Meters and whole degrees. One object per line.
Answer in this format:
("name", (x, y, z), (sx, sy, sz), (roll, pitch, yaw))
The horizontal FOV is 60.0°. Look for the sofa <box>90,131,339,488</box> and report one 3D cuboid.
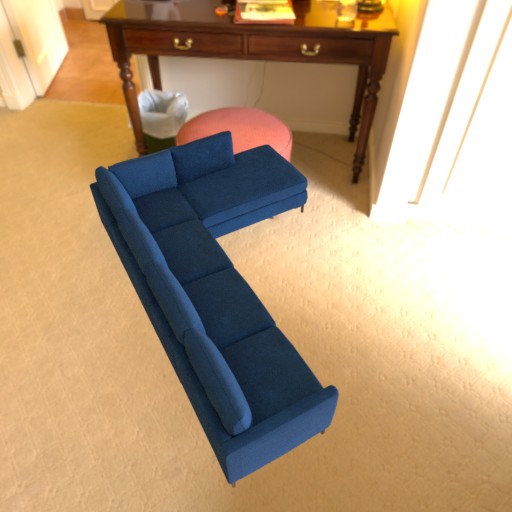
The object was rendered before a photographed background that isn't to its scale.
("sofa", (0.000, 0.000, 3.218), (1.707, 0.687, 2.486), (-22, 50, -20))
